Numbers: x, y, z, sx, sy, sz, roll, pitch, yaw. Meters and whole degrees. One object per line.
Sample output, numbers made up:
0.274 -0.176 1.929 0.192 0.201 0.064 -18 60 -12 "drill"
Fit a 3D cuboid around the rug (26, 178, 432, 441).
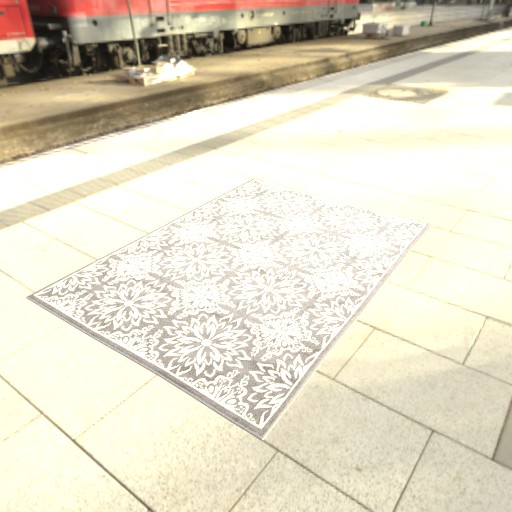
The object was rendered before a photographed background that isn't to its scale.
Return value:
0.000 0.000 2.865 1.608 0.014 2.213 20 36 29 "rug"
